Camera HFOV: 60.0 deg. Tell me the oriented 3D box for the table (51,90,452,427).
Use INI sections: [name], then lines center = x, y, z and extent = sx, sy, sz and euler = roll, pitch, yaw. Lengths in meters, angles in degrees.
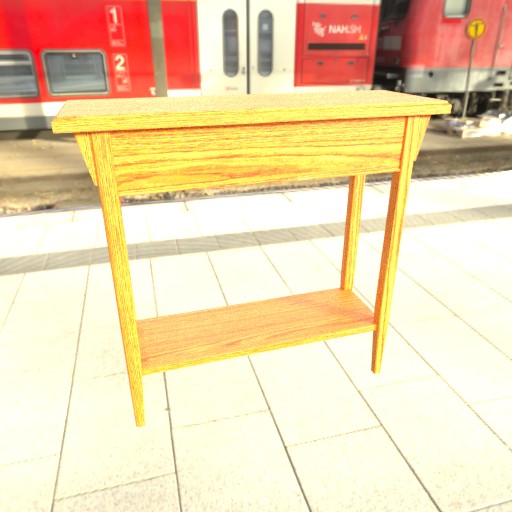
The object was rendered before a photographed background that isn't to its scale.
[table]
center = 0.000, 0.000, 1.068
extent = 0.762, 0.711, 0.254
euler = -8, 27, -15
